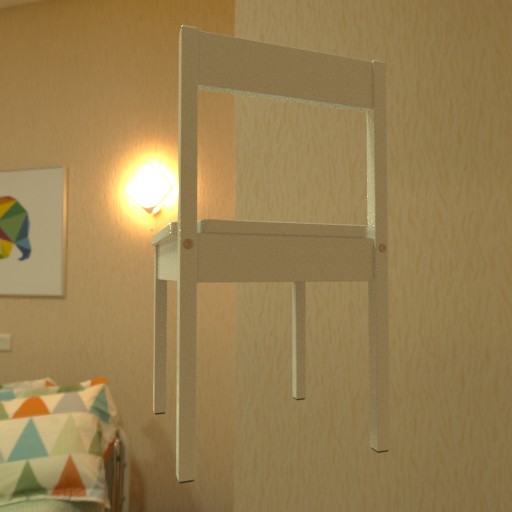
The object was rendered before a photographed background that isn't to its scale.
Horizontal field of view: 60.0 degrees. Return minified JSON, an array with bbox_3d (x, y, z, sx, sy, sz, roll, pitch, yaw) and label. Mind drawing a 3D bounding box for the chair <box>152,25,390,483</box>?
[{"bbox_3d":[0.000,0.000,0.868,0.367,0.668,0.361,1,-2,-19],"label":"chair"}]
